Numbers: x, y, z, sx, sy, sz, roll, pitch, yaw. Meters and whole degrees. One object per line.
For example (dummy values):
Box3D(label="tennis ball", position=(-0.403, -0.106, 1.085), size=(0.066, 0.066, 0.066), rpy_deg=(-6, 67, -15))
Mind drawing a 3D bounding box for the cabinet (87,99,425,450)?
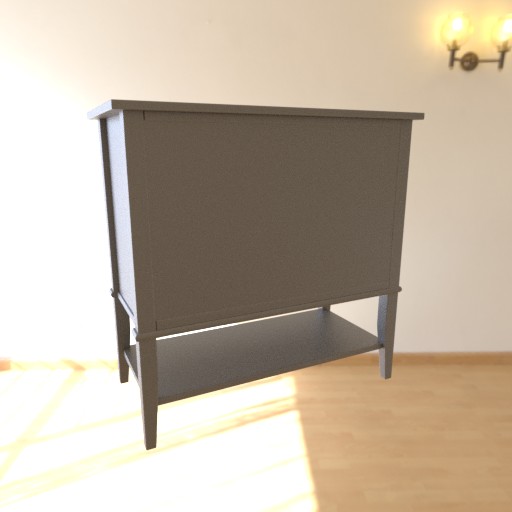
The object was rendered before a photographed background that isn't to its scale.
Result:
Box3D(label="cabinet", position=(0.000, 0.000, 1.265), size=(0.801, 0.780, 0.396), rpy_deg=(-7, 16, -26))
